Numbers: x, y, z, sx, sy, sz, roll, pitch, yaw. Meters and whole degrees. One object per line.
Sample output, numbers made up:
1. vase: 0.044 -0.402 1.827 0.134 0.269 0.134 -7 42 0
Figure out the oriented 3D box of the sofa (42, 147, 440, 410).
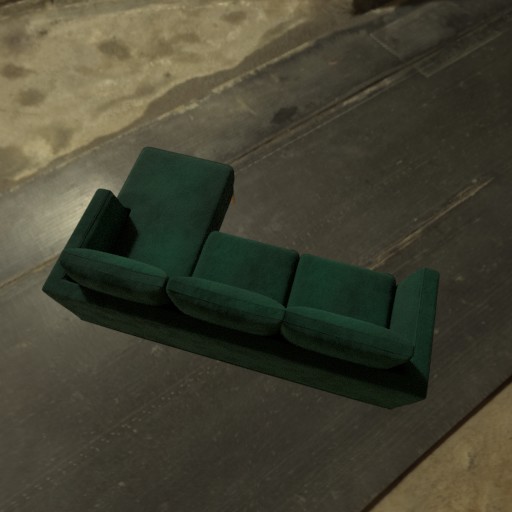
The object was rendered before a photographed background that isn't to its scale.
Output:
1. sofa: 0.000 0.000 3.206 2.441 1.007 1.489 14 63 7
